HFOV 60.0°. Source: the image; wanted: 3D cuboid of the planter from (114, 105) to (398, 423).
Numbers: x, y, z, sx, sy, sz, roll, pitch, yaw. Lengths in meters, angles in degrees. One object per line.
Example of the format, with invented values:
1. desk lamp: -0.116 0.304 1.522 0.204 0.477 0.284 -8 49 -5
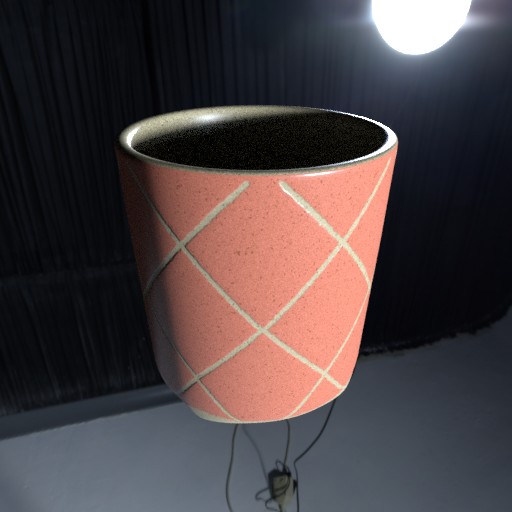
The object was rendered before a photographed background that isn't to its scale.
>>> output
1. planter: 0.000 0.000 0.356 0.191 0.200 0.191 0 29 0
